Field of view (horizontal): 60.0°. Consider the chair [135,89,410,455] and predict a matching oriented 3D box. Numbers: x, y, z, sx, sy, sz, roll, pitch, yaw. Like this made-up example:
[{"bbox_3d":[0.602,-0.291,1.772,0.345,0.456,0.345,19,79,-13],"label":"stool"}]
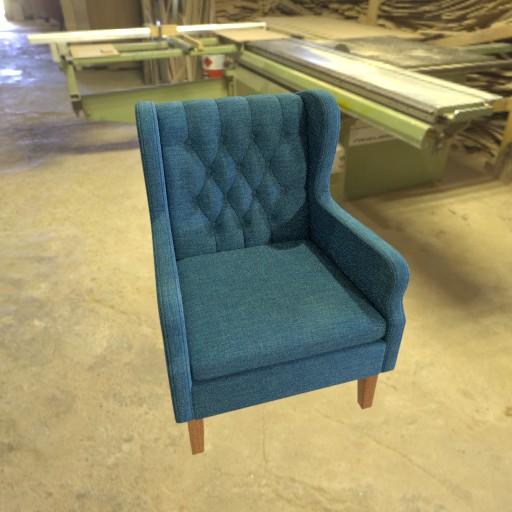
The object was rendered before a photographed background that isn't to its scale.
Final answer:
[{"bbox_3d":[0.000,0.000,1.512,0.711,0.952,0.775,-9,34,-14],"label":"chair"}]
